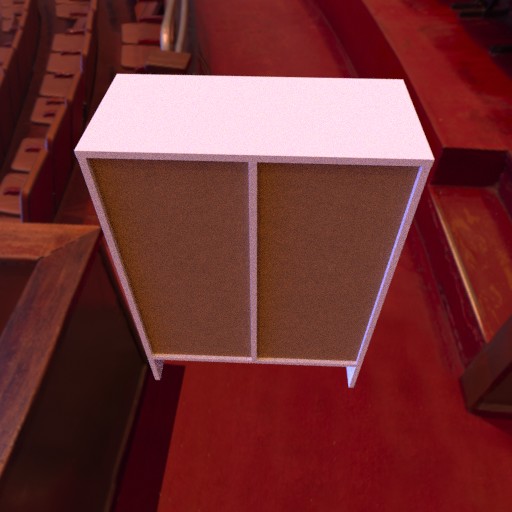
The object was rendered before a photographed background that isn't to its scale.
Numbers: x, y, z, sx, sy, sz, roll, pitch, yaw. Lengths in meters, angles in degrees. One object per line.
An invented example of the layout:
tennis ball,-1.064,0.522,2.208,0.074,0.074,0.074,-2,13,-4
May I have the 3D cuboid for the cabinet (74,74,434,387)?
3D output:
cabinet,0.000,0.000,1.137,0.600,0.815,0.296,2,47,2
